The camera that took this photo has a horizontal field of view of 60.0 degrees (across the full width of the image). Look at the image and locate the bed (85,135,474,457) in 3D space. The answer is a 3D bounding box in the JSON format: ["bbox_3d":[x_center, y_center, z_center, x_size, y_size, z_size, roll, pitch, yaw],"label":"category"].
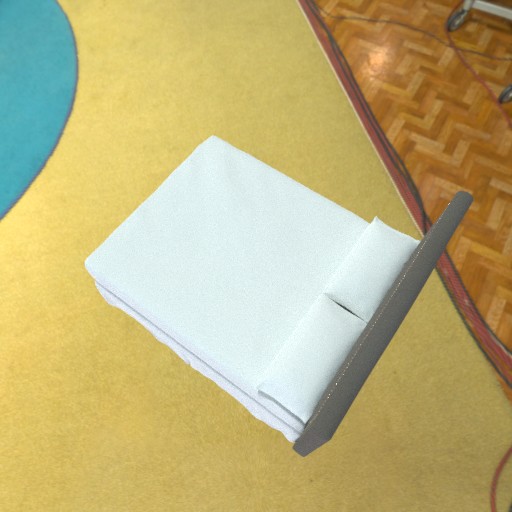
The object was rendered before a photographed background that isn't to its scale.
[{"bbox_3d":[0.000,0.000,3.116,2.036,1.387,1.666,33,67,16],"label":"bed"}]
